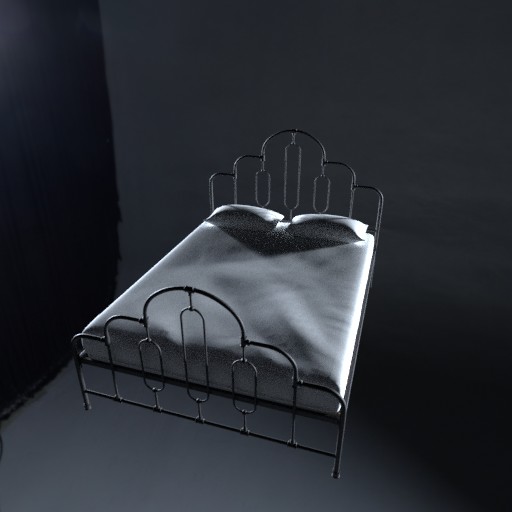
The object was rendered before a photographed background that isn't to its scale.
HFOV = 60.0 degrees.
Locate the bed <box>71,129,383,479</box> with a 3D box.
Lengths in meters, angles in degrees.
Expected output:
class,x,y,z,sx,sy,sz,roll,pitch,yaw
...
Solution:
class,x,y,z,sx,sy,sz,roll,pitch,yaw
bed,0.000,0.000,3.225,1.640,1.429,2.163,8,28,16
